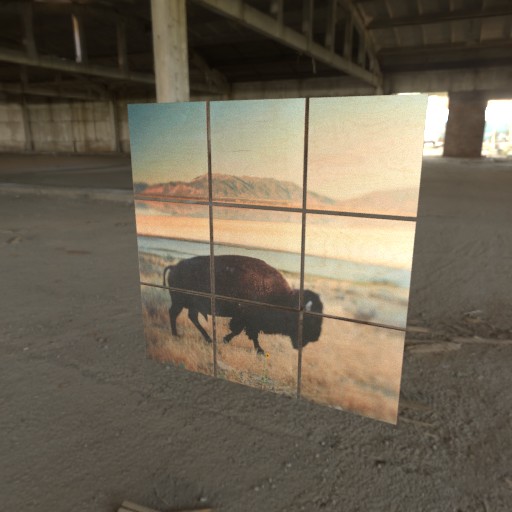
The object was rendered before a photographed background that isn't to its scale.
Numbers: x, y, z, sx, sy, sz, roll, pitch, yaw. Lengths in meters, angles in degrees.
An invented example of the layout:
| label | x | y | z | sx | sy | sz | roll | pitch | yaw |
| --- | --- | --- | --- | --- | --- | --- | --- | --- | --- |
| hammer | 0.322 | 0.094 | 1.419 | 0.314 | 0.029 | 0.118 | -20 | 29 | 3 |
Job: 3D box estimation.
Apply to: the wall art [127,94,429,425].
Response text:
| label | x | y | z | sx | sy | sz | roll | pitch | yaw |
| --- | --- | --- | --- | --- | --- | --- | --- | --- | --- |
| wall art | 0.000 | 0.000 | 1.829 | 1.221 | 1.218 | 0.019 | 7 | 17 | 25 |
